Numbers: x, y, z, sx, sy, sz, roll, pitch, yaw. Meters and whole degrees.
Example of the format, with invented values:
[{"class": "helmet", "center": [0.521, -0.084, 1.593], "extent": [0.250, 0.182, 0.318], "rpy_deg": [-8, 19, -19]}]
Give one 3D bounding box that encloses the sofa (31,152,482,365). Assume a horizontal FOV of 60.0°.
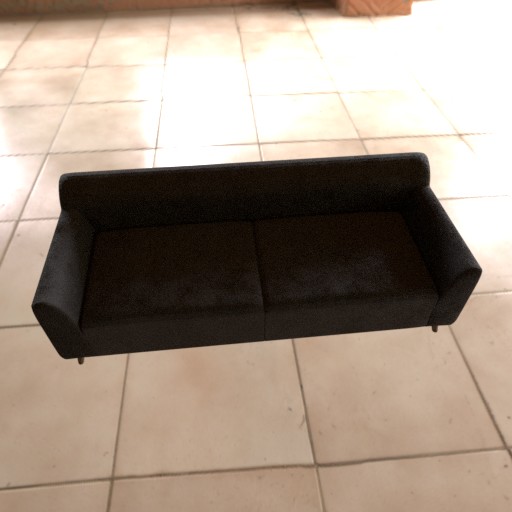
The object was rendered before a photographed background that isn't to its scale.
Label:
[{"class": "sofa", "center": [0.000, 0.000, 2.575], "extent": [2.190, 0.740, 0.900], "rpy_deg": [-4, 46, -4]}]
